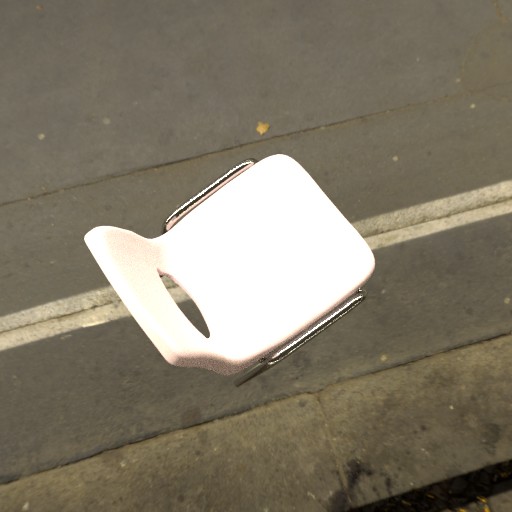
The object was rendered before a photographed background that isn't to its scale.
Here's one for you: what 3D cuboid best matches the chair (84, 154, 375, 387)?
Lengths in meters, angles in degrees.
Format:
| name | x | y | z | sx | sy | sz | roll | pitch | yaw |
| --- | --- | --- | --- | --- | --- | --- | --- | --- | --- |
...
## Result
| name | x | y | z | sx | sy | sz | roll | pitch | yaw |
| --- | --- | --- | --- | --- | --- | --- | --- | --- | --- |
| chair | 0.000 | 0.000 | 0.785 | 0.385 | 0.537 | 0.354 | -36 | 79 | -9 |
